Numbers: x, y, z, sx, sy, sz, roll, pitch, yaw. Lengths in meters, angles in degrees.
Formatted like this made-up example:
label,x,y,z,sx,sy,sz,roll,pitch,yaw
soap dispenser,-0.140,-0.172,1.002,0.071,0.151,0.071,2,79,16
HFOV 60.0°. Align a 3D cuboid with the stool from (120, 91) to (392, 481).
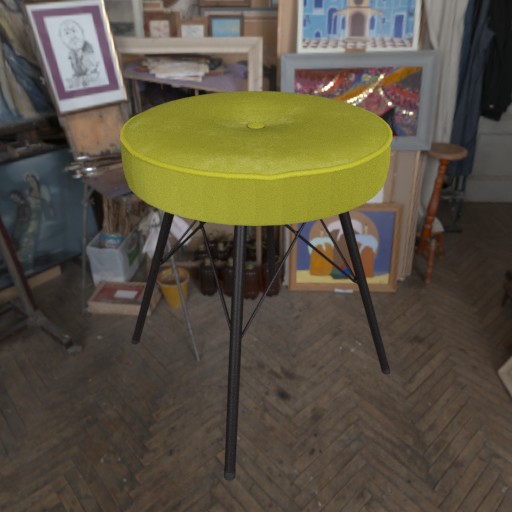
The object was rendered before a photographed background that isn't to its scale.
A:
label,x,y,z,sx,sy,sz,roll,pitch,yaw
stool,0.000,0.000,0.809,0.409,0.508,0.409,-21,39,-29
